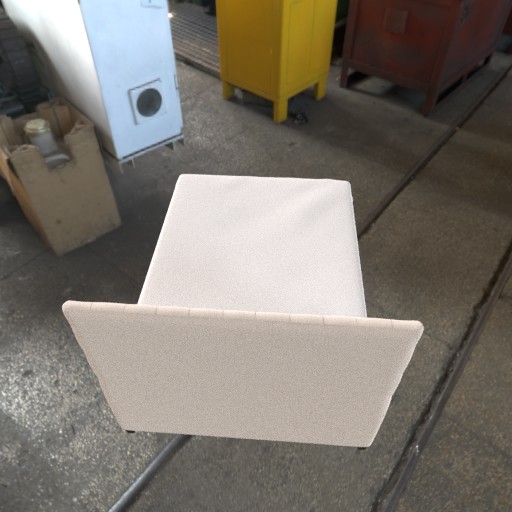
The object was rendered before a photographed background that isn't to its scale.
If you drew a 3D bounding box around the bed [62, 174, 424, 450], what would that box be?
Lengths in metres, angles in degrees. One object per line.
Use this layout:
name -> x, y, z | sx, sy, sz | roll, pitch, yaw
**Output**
bed -> 0.000, 0.000, 3.293 | 1.696, 1.426, 2.233 | 3, 46, 3
